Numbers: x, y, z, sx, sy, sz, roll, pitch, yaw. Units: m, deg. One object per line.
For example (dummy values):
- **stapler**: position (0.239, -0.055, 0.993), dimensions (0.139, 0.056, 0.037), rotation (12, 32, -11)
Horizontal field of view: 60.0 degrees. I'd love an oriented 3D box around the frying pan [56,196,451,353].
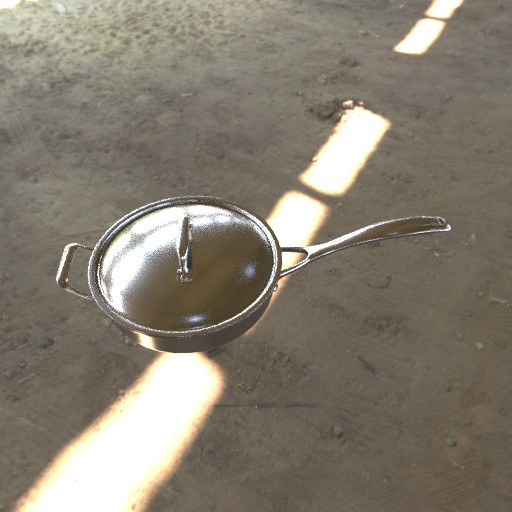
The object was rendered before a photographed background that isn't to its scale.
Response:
- **frying pan**: position (0.000, 0.000, 0.658), dimensions (0.561, 0.114, 0.280), rotation (-3, 46, -3)
